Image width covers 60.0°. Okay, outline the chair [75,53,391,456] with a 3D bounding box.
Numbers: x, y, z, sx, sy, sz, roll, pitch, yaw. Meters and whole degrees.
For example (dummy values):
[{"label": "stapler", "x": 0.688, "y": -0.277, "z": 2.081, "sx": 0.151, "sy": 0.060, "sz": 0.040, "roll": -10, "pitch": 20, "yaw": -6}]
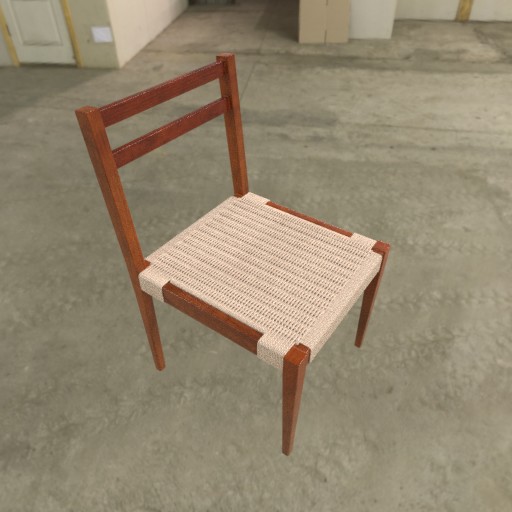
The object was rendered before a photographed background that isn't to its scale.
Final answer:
[{"label": "chair", "x": 0.000, "y": 0.000, "z": 1.208, "sx": 0.569, "sy": 0.851, "sz": 0.495, "roll": 25, "pitch": 46, "yaw": 26}]
